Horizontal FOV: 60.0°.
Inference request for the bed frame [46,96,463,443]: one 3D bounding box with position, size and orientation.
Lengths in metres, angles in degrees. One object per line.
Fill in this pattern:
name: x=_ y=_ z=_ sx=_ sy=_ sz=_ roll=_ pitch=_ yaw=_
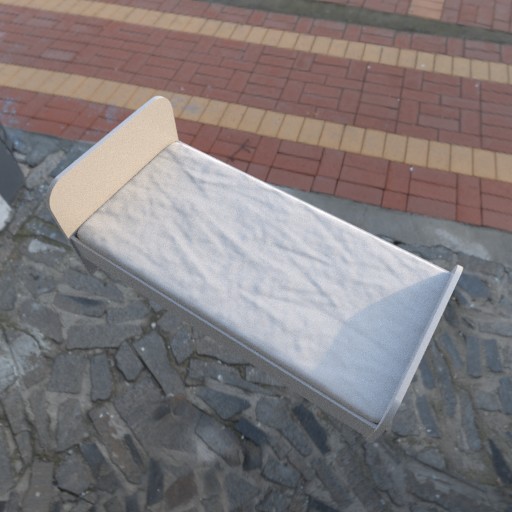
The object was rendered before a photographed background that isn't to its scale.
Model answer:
bed frame: x=0.000 y=0.000 z=2.487 sx=1.963 sy=0.805 sz=0.998 roll=29 pitch=61 yaw=17
